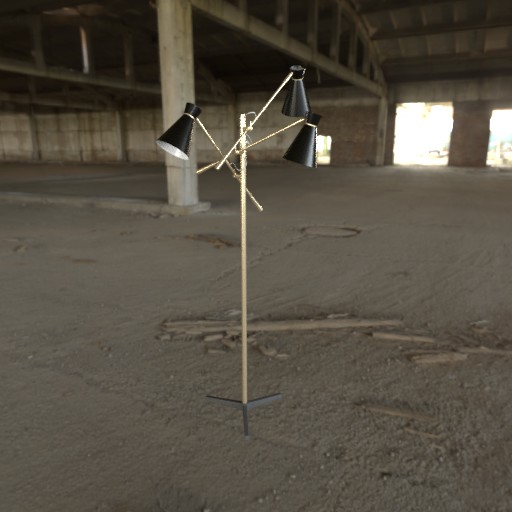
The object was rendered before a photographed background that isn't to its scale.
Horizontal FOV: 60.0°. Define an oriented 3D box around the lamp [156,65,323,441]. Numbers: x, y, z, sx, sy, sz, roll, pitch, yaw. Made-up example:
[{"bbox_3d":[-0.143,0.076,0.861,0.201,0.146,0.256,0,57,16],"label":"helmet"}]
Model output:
[{"bbox_3d":[0.000,0.000,2.186,0.653,1.804,0.750,7,16,25],"label":"lamp"}]
